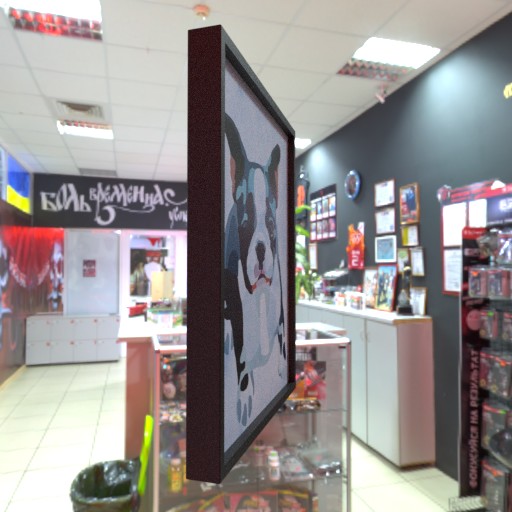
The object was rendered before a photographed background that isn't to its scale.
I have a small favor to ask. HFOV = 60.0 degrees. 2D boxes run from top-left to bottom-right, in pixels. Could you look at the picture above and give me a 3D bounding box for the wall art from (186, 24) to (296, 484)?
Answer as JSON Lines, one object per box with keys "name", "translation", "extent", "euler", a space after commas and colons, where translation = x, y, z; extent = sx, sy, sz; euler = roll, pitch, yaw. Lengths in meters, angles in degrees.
{"name": "wall art", "translation": [0.000, 0.000, 0.500], "extent": [0.030, 0.369, 0.294], "euler": [0, -2, 17]}
